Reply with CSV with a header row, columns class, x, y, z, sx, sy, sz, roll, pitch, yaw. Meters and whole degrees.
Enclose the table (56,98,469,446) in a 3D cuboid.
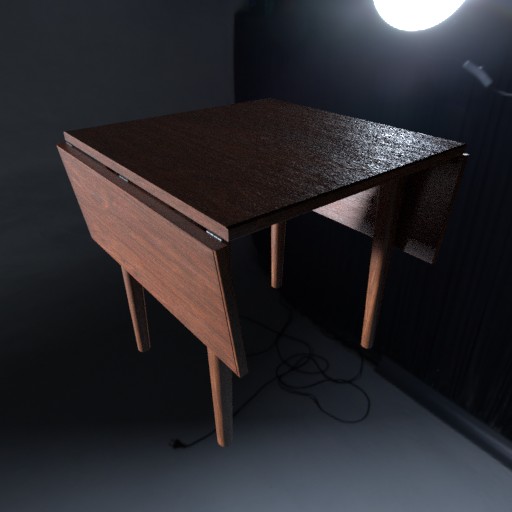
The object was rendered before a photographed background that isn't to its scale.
class,x,y,z,sx,sy,sz,roll,pitch,yaw
table,0.000,0.000,1.424,0.843,0.763,0.812,-22,37,-33
